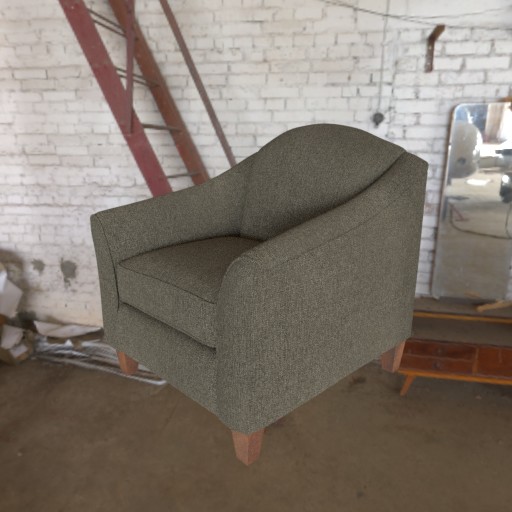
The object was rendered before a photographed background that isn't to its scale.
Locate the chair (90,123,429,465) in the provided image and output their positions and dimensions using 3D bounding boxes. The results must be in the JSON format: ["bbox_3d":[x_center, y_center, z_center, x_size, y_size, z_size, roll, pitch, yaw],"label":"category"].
[{"bbox_3d":[0.000,0.000,1.445,0.787,0.839,0.763,-15,21,-43],"label":"chair"}]
